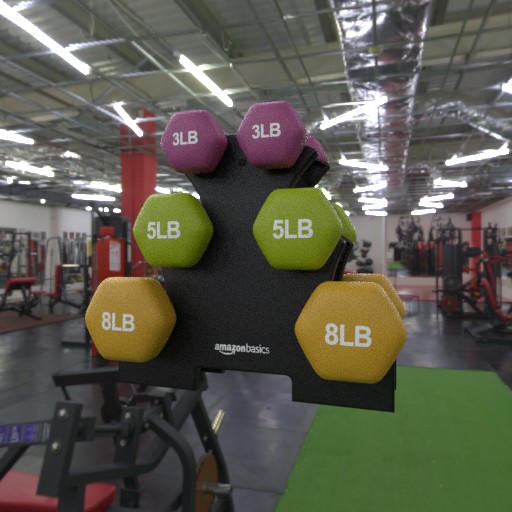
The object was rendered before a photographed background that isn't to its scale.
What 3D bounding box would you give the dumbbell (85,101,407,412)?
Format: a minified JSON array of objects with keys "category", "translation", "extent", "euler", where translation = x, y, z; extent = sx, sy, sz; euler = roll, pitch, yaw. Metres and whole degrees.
[{"category":"dumbbell","translation":[0.000,0.000,0.465],"extent":[0.300,0.271,0.190],"euler":[0,0,19]}]
